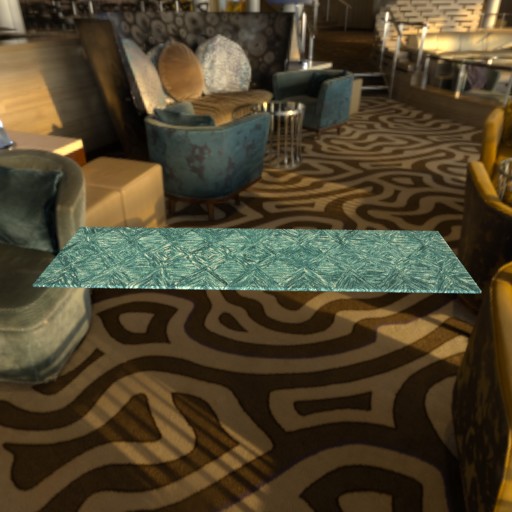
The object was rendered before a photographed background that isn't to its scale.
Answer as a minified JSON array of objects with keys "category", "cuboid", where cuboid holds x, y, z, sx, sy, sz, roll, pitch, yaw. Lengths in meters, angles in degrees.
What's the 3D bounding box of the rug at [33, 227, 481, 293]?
[{"category":"rug","cuboid":[0.000,0.000,2.545,2.286,0.016,0.676,1,30,1]}]
